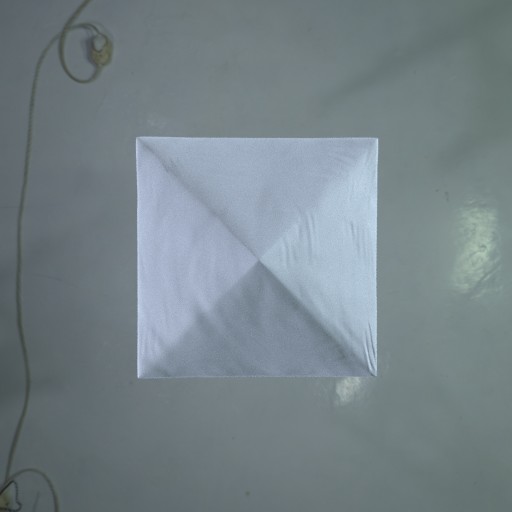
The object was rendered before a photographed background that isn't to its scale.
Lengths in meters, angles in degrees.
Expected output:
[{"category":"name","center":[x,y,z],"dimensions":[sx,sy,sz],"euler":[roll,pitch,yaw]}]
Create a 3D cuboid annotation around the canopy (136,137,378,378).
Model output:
[{"category":"canopy","center":[0.000,0.000,6.604],"dimensions":[3.599,3.600,3.600],"euler":[0,91,-1]}]
